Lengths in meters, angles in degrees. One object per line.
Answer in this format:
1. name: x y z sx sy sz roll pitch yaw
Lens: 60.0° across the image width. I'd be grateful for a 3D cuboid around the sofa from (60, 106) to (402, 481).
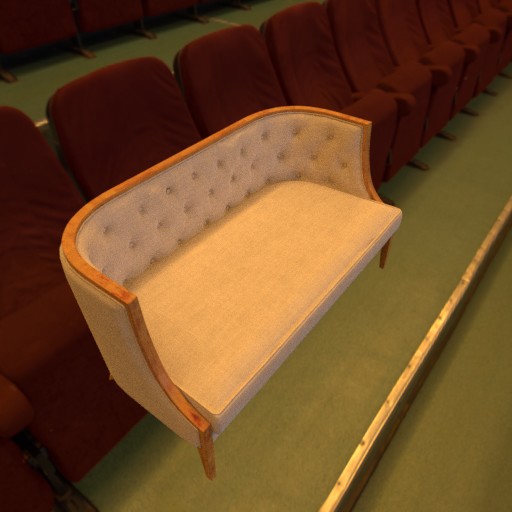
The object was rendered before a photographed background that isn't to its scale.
1. sofa: 0.000 0.000 1.922 0.770 0.775 1.474 27 47 27
